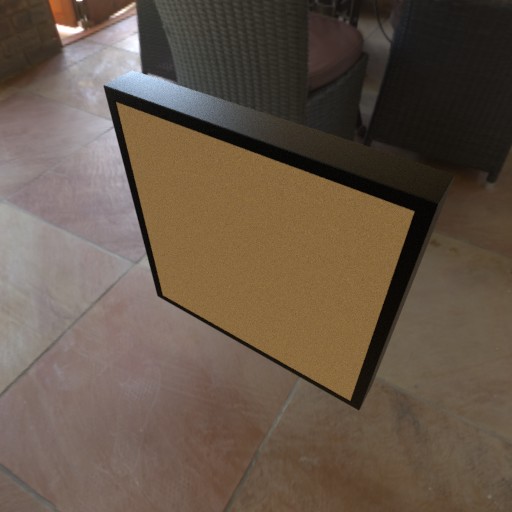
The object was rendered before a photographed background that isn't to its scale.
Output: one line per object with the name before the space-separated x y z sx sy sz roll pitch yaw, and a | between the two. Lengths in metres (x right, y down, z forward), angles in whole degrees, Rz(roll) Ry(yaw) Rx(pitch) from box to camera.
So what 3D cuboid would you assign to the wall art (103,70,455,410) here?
wall art | 0.000 0.000 0.455 0.299 0.299 0.037 25 51 22
